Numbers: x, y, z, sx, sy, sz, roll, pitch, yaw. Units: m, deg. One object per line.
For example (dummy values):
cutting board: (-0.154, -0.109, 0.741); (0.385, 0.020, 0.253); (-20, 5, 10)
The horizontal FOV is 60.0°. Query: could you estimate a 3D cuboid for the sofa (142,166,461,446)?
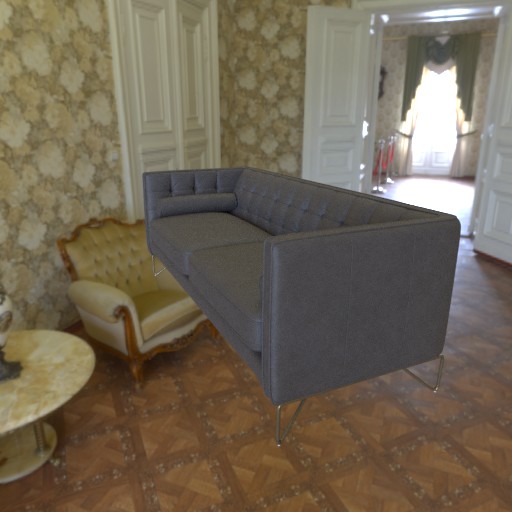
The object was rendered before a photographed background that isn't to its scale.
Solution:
sofa: (0.000, 0.000, 2.539); (0.867, 0.789, 2.087); (-8, 19, -24)
